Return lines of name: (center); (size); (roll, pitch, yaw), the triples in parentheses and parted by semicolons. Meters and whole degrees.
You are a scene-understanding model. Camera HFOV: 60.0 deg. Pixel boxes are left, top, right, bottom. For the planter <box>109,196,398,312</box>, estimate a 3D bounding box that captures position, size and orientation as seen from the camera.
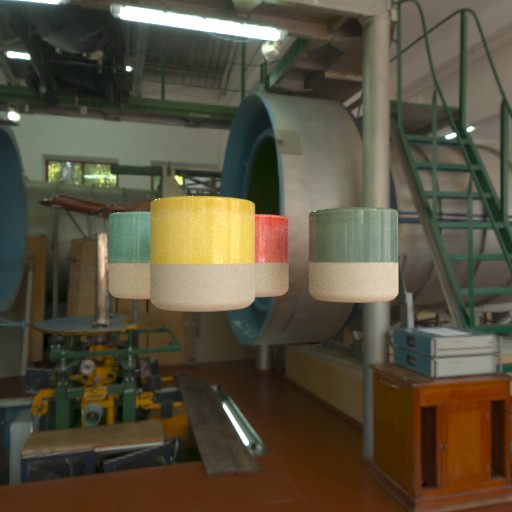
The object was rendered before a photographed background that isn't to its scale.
planter: (0.000, 0.000, 0.420); (0.257, 0.075, 0.286); (0, 0, 19)
